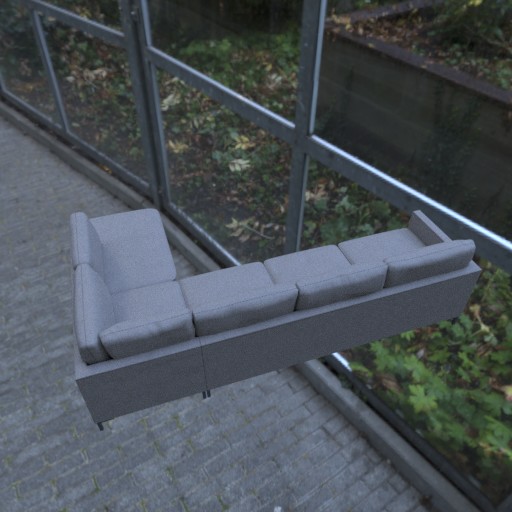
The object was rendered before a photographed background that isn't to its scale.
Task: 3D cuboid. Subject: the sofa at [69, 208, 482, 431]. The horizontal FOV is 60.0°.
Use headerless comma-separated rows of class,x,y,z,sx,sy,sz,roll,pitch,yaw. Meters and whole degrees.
sofa,0.000,0.000,4.227,3.331,0.964,2.077,-13,43,-14
